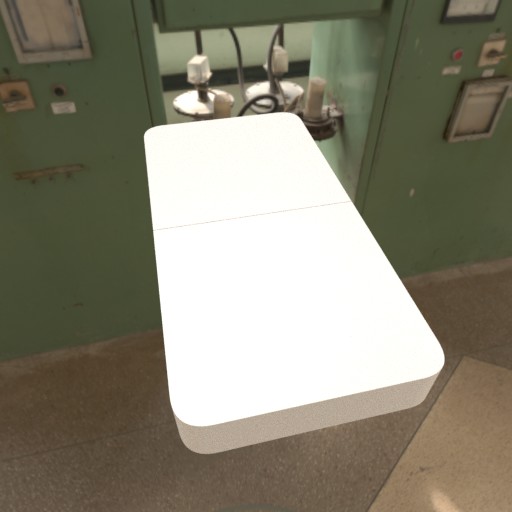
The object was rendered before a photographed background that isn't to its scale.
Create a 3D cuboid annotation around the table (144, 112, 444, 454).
[{"bbox_3d":[0.000,0.000,1.428,0.600,0.340,1.200,-9,46,-9],"label":"table"}]
